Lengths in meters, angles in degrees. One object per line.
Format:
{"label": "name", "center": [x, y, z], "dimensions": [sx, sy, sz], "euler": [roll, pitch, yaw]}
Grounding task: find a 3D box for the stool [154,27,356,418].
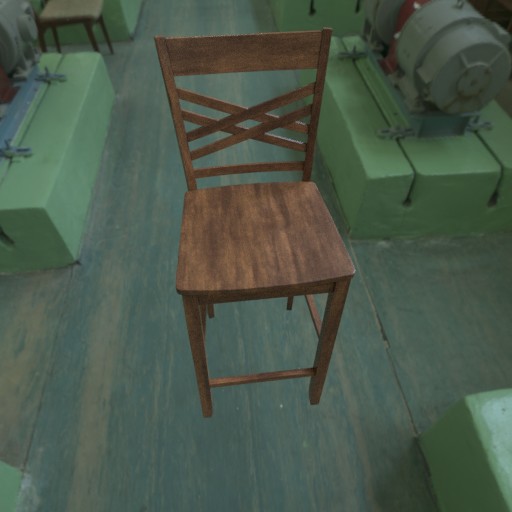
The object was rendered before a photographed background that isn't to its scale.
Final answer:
{"label": "stool", "center": [0.000, 0.000, 1.316], "dimensions": [0.433, 1.105, 0.487], "euler": [-5, 47, -5]}
